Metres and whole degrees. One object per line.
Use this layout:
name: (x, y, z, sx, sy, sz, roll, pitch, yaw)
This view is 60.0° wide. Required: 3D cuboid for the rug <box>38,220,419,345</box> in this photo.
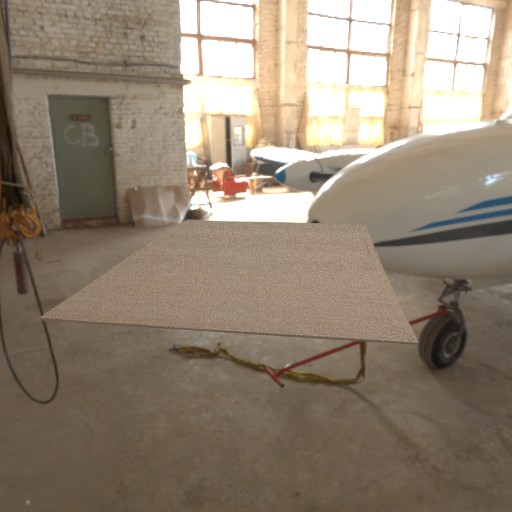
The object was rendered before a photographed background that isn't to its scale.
rug: (0.000, 0.000, 3.668, 2.032, 0.038, 2.869, 2, 16, 8)
